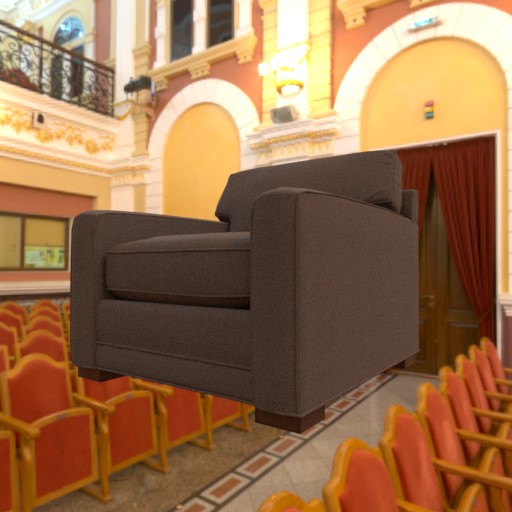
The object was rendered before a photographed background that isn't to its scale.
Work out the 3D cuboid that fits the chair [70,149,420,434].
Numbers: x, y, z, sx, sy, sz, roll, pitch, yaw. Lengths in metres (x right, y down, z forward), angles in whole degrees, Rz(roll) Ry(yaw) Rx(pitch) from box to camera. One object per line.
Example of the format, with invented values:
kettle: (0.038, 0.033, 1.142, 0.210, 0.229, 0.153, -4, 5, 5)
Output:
chair: (0.000, 0.000, 1.782, 0.997, 0.913, 1.043, -1, -1, 36)
